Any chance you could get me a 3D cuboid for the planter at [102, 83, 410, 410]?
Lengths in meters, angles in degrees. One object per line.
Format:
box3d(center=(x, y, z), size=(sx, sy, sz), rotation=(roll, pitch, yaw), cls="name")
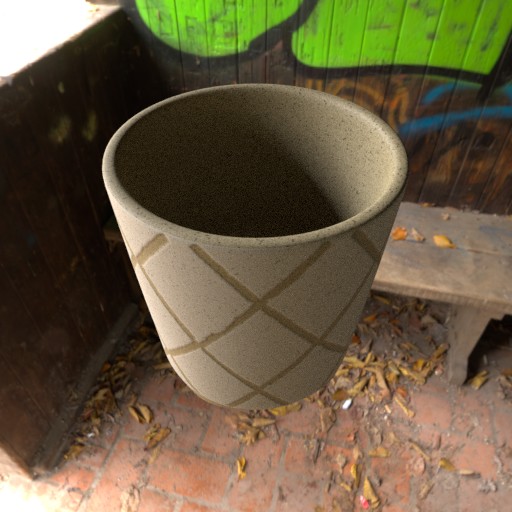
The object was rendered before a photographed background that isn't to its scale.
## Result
box3d(center=(0.000, 0.000, 0.418), size=(0.228, 0.235, 0.228), rotation=(0, 44, 0), cls="planter")
